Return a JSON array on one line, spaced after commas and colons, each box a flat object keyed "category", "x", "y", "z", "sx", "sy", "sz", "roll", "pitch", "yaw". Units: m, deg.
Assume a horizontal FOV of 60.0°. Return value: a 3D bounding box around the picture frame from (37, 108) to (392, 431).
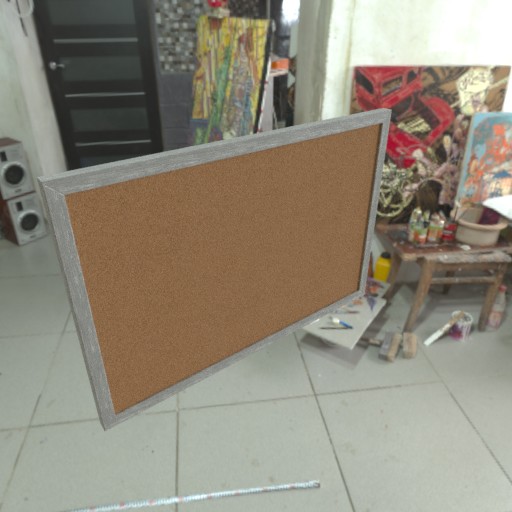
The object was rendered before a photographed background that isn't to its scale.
[{"category": "picture frame", "x": 0.000, "y": 0.000, "z": 1.181, "sx": 0.950, "sy": 0.640, "sz": 0.029, "roll": -21, "pitch": 36, "yaw": -32}]
